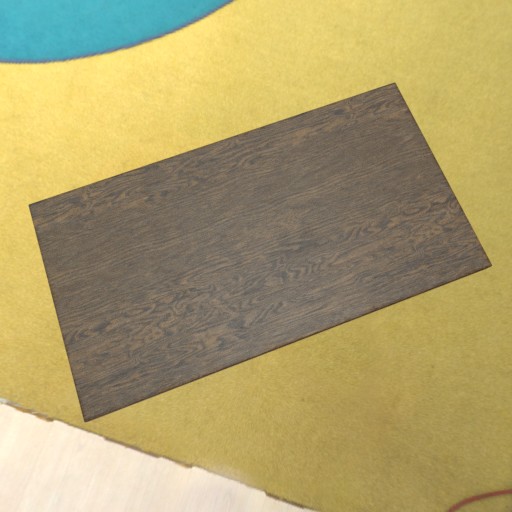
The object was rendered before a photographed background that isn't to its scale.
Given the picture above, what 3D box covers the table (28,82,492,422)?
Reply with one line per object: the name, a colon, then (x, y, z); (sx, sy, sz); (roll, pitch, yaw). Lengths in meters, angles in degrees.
table: (0.000, 0.000, 2.519); (1.989, 0.795, 1.078); (-20, 76, -5)
